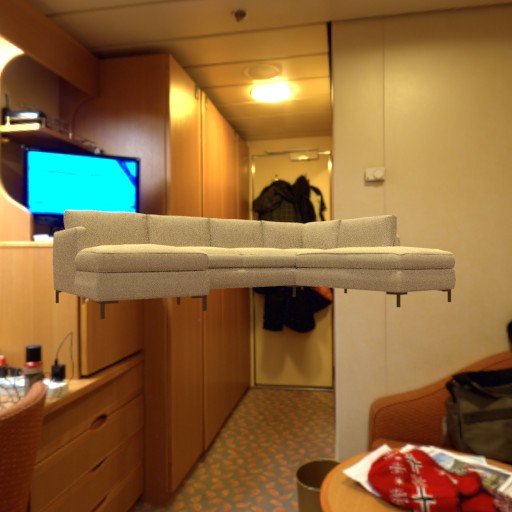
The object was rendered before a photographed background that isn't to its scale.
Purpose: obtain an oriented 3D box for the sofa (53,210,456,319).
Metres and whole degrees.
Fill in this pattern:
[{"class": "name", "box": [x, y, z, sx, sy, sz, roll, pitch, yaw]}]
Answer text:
[{"class": "sofa", "box": [0.000, 0.000, 3.593, 2.737, 0.756, 1.879, 0, 0, -36]}]
